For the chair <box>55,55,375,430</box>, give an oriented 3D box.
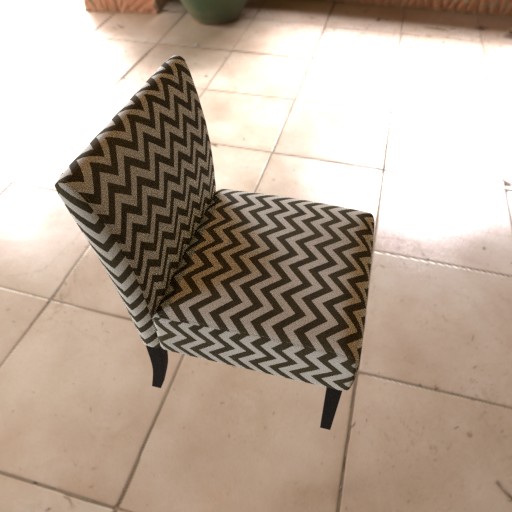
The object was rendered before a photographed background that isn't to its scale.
[{"bbox_3d":[0.000,0.000,1.256,0.648,0.838,0.589,11,48,10],"label":"chair"}]
